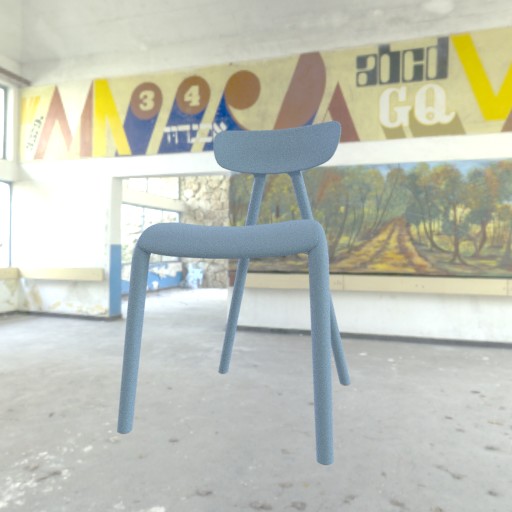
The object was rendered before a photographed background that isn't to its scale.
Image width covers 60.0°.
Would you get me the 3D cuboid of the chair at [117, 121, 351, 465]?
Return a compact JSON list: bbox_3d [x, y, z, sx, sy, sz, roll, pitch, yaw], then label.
[{"bbox_3d":[0.000,0.000,0.855,0.356,0.580,0.401,0,1,18],"label":"chair"}]
